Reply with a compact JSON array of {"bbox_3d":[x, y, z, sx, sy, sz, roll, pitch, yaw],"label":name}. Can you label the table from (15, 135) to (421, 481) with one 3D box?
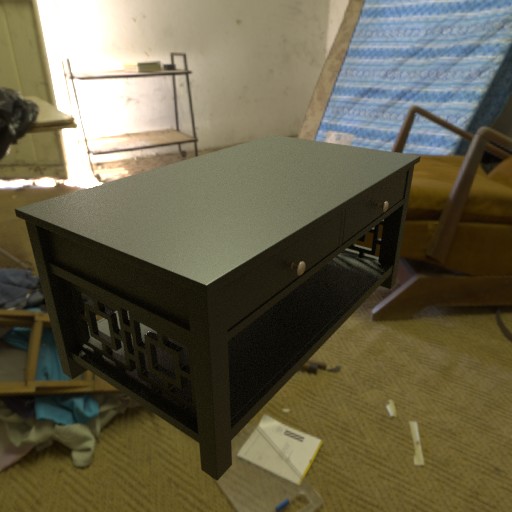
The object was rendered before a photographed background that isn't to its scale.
[{"bbox_3d":[0.000,0.000,1.364,0.612,0.493,1.068,18,32,32],"label":"table"}]
